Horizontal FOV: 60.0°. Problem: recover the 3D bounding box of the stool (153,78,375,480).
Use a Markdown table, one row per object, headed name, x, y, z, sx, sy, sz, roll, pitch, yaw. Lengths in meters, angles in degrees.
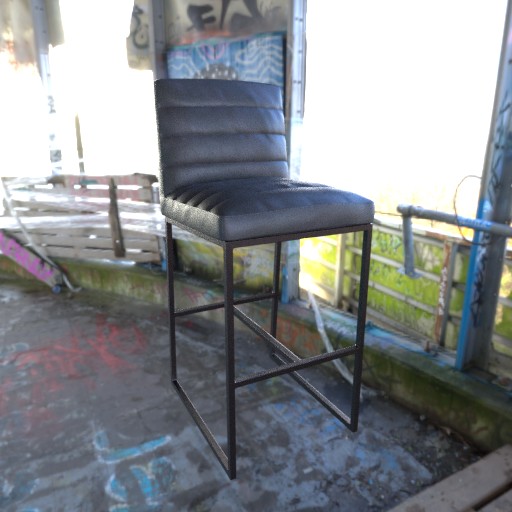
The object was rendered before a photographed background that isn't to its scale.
| name | x | y | z | sx | sy | sz | roll | pitch | yaw |
| --- | --- | --- | --- | --- | --- | --- | --- | --- | --- |
| stool | 0.000 | 0.000 | 1.374 | 0.463 | 1.065 | 0.562 | -8 | 18 | -26 |
